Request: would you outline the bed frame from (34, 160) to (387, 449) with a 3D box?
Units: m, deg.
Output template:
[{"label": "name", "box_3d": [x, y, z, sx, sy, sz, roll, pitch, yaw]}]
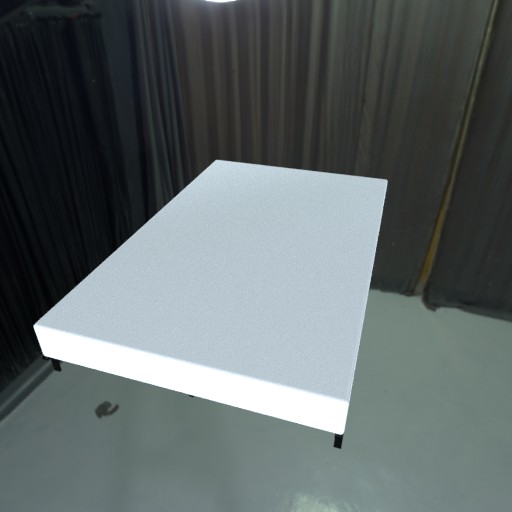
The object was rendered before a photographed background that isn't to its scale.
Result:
[{"label": "bed frame", "box_3d": [0.000, 0.000, 3.757, 1.930, 0.440, 2.987, 10, 34, 15]}]
